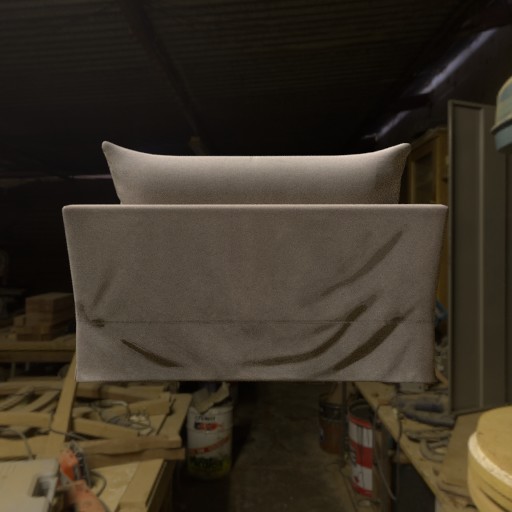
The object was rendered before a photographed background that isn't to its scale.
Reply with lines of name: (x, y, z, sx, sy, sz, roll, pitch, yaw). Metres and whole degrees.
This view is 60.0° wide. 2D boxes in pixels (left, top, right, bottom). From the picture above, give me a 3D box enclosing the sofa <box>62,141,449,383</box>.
sofa: (0.000, 0.000, 2.312, 1.608, 1.040, 1.035, 0, 1, 1)
